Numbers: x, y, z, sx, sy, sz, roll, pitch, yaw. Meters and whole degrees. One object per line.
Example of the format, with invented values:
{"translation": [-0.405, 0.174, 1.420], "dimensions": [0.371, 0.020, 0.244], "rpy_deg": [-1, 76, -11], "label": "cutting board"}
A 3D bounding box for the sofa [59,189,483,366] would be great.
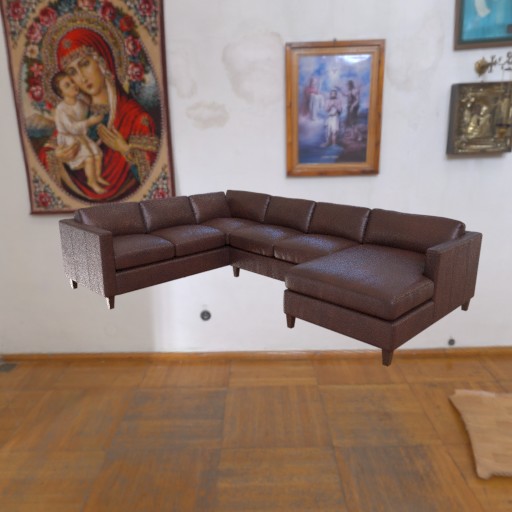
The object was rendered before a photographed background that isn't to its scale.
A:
{"translation": [0.000, 0.000, 4.343], "dimensions": [3.324, 0.891, 2.452], "rpy_deg": [15, 21, 43], "label": "sofa"}
